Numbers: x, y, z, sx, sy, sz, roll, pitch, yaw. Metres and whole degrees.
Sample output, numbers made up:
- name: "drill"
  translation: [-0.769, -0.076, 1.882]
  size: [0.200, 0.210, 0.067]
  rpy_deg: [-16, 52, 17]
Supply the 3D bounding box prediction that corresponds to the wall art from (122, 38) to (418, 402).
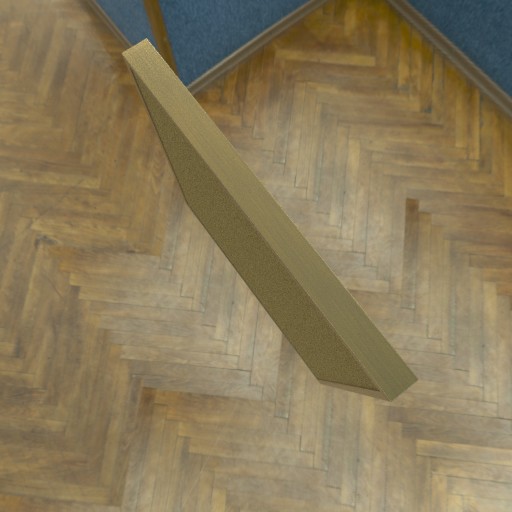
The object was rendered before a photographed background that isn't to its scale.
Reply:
- name: "wall art"
  translation: [0.000, 0.000, 0.740]
  size: [0.037, 0.505, 0.505]
  rpy_deg: [-36, 79, -8]
